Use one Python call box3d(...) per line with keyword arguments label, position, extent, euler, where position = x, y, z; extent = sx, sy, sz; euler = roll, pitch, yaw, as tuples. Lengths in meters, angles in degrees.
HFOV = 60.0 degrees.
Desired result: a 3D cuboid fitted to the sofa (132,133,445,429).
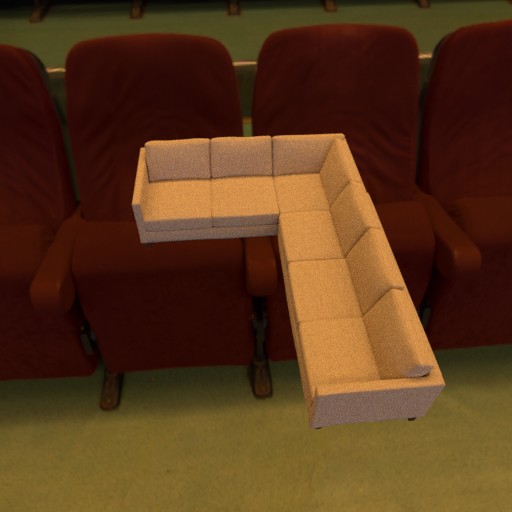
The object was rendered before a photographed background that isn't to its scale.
box3d(label="sofa", position=(0.000, 0.000, 4.307), extent=(2.432, 0.863, 3.182), euler=(-4, 47, -3))
